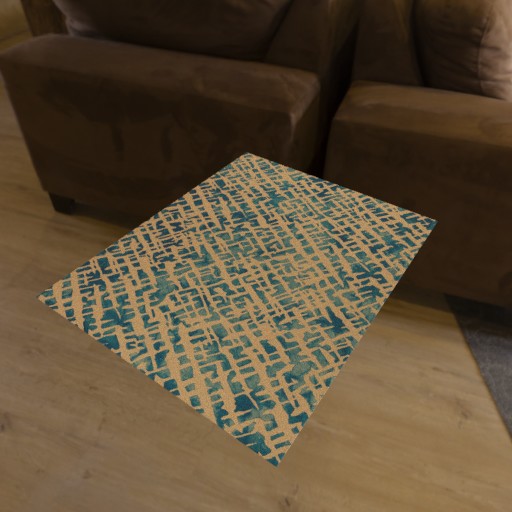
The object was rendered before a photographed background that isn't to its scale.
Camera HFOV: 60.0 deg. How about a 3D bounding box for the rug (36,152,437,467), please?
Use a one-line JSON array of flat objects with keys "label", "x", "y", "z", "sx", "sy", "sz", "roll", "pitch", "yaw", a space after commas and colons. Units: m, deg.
[{"label": "rug", "x": 0.000, "y": 0.000, "z": 4.132, "sx": 2.435, "sy": 0.007, "sz": 3.007, "roll": 26, "pitch": 48, "yaw": 25}]
